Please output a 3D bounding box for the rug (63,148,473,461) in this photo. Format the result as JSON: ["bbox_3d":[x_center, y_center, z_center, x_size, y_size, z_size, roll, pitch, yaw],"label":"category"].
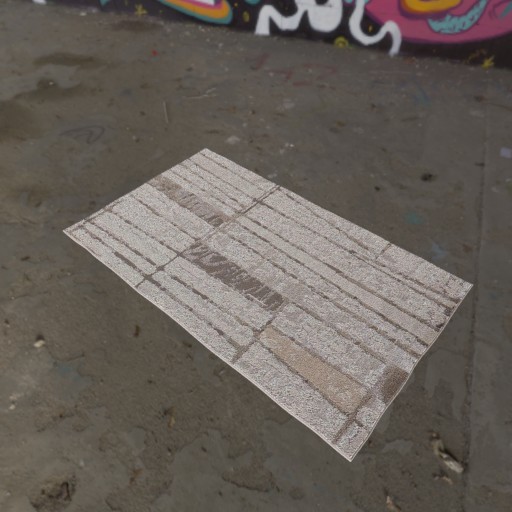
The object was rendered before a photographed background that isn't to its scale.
[{"bbox_3d":[0.000,0.000,1.071,0.867,0.007,0.515,32,54,27],"label":"rug"}]
